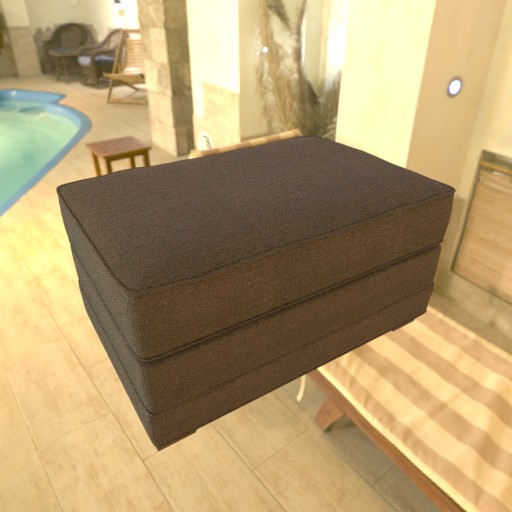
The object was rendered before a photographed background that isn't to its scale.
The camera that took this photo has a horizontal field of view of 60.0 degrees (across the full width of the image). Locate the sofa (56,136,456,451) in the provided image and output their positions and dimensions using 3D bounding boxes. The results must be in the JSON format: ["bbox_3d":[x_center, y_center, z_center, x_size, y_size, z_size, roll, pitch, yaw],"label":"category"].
[{"bbox_3d":[0.000,0.000,1.203,0.854,0.457,0.578,-18,36,-28],"label":"sofa"}]
